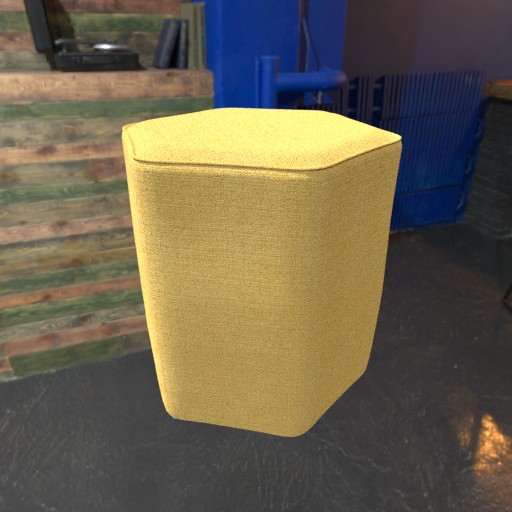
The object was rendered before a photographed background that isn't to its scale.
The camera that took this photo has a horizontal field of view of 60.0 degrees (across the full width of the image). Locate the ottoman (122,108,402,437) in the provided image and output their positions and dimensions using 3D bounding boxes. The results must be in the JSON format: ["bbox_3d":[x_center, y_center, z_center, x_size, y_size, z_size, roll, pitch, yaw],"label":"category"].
[{"bbox_3d":[0.000,0.000,0.870,0.443,0.502,0.494,-9,28,-16],"label":"ottoman"}]
